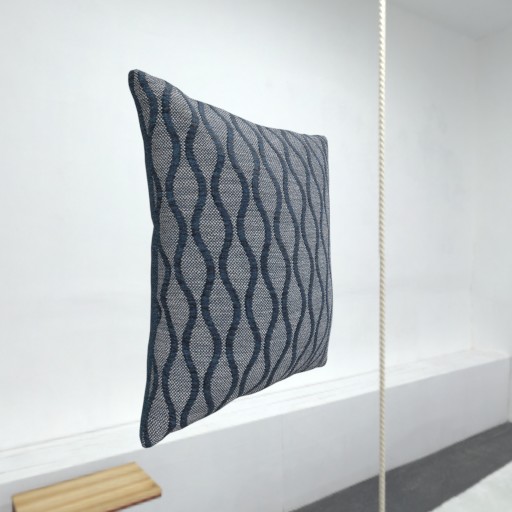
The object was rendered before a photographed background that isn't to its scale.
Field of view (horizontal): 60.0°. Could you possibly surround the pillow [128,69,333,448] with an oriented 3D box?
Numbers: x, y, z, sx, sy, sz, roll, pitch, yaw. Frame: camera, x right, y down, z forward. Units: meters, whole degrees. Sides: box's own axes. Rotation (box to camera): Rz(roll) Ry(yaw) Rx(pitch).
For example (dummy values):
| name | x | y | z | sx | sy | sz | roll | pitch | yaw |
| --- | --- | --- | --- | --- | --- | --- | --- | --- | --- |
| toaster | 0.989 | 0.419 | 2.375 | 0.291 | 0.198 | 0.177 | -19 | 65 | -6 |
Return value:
| name | x | y | z | sx | sy | sz | roll | pitch | yaw |
| --- | --- | --- | --- | --- | --- | --- | --- | --- | --- |
| pillow | 0.000 | 0.000 | 0.662 | 0.159 | 0.435 | 0.435 | 2 | 3 | 37 |
